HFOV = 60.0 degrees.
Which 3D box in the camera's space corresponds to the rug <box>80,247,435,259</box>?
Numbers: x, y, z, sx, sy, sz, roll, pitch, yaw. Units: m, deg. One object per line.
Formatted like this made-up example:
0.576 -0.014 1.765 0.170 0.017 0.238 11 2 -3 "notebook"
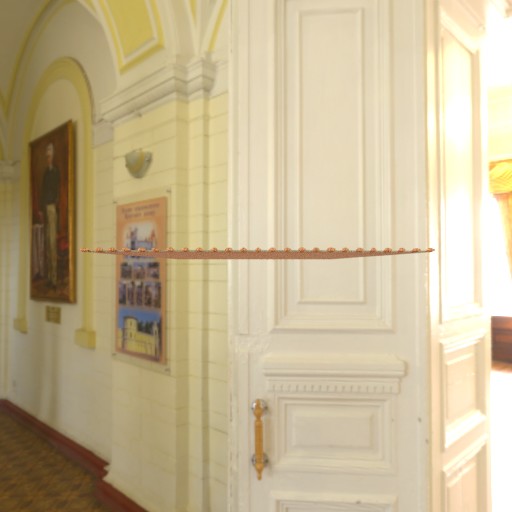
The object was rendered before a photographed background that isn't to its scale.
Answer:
0.000 0.000 2.560 1.232 0.017 2.092 0 -1 0 "rug"
